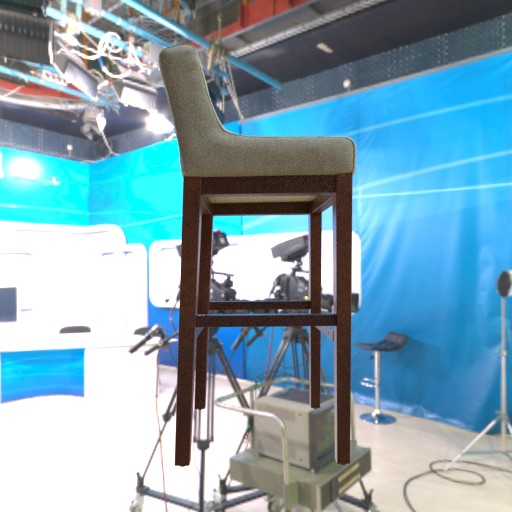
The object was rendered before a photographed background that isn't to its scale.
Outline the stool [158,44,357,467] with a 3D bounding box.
[{"bbox_3d":[0.000,0.000,1.317,0.500,1.037,0.511,0,-1,-2],"label":"stool"}]
